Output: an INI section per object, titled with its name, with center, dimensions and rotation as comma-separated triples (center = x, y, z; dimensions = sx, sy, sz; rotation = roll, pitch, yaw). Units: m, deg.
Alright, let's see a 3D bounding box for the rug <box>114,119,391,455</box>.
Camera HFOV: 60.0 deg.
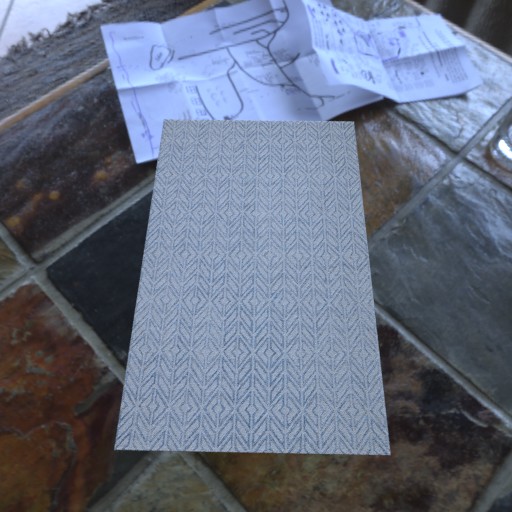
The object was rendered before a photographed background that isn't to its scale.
[rug]
center = 0.000, 0.000, 3.003
dimensions = 1.526, 0.008, 2.441
rotation = 1, 63, 0
